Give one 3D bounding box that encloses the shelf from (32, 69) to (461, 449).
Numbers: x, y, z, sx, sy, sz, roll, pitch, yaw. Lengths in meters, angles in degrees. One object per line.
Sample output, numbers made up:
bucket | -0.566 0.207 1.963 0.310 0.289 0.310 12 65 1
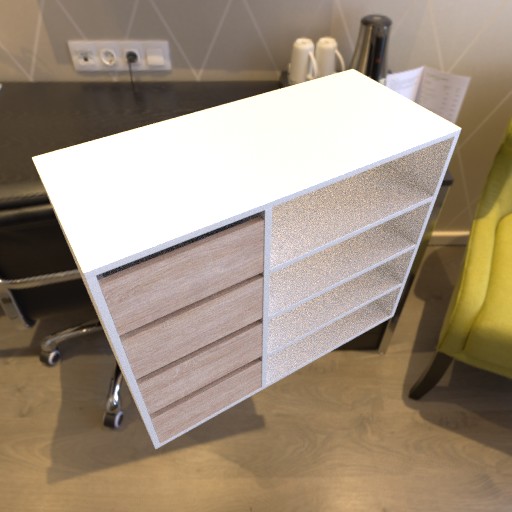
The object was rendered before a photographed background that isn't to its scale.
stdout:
shelf | 0.000 0.000 1.263 0.895 0.732 0.396 -23 50 -21
